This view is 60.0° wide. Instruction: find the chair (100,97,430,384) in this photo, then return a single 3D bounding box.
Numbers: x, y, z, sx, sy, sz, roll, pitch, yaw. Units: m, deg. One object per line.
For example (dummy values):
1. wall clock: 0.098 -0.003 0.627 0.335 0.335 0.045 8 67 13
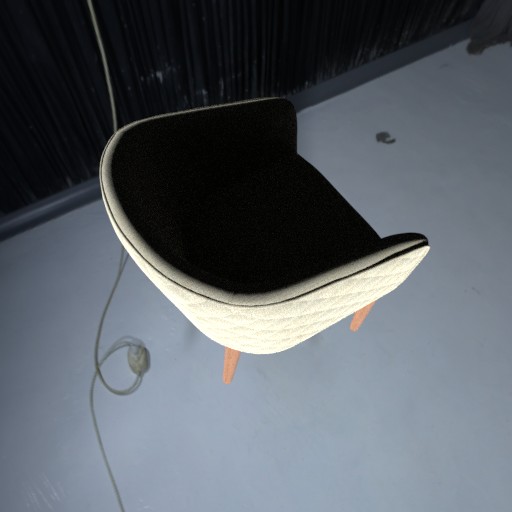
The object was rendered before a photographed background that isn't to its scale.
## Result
1. chair: 0.000 0.000 1.218 0.616 0.775 0.584 -29 63 -16
